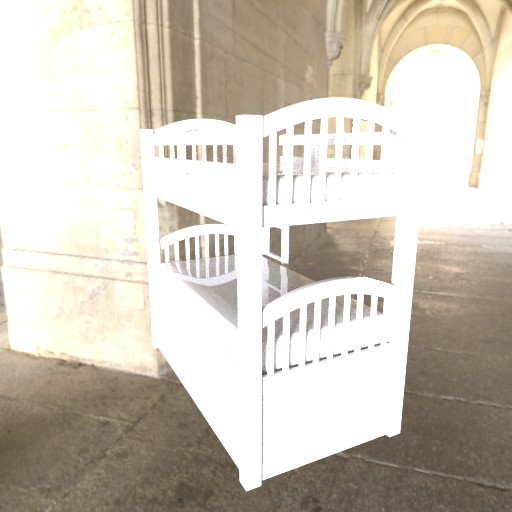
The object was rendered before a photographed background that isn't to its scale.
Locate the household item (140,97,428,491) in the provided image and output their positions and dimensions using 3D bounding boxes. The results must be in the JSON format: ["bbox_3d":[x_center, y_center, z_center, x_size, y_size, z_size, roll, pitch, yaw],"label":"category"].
[{"bbox_3d":[0.000,0.000,3.269,1.143,2.032,2.032,-7,16,-26],"label":"household item"}]
